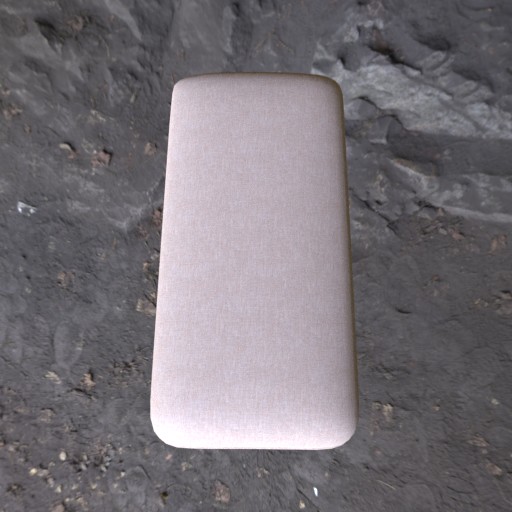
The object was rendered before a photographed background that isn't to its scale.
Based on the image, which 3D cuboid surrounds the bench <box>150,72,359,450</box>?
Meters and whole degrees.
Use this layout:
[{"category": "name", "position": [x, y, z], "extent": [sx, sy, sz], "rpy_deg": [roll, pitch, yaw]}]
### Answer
[{"category": "bench", "position": [0.000, 0.000, 1.277], "extent": [0.483, 0.483, 0.991], "rpy_deg": [0, 74, 0]}]
